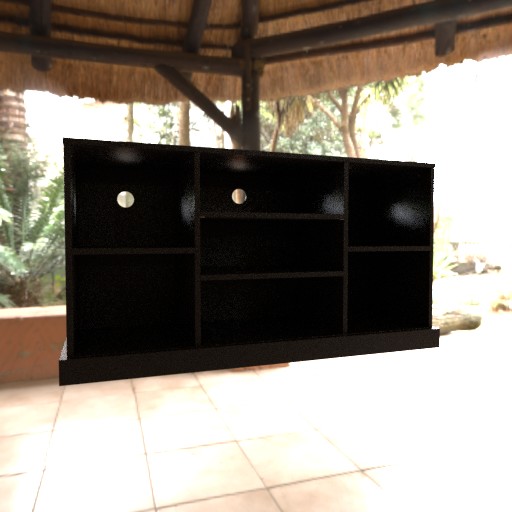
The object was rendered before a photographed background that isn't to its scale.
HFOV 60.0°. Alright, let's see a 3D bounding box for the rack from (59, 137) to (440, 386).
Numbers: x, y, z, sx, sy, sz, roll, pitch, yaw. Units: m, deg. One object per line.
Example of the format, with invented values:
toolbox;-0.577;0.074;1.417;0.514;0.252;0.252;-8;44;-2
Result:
rack;0.000;0.000;1.507;1.206;0.635;0.399;-1;2;-19
